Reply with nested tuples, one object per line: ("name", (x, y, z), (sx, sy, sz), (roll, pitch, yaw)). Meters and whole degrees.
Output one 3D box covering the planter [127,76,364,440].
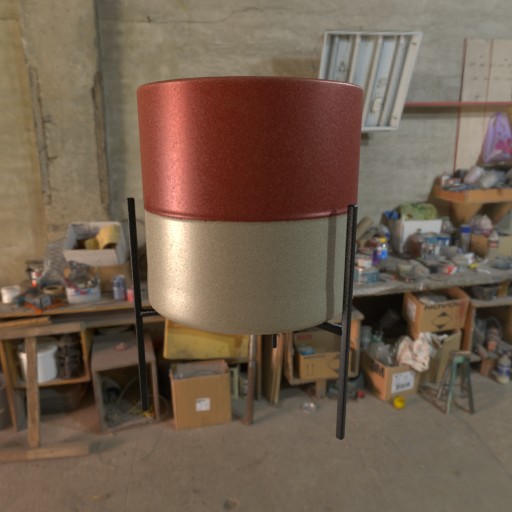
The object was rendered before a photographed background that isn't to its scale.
("planter", (0.000, 0.000, 0.504), (0.251, 0.354, 0.235), (13, 20, 42))
